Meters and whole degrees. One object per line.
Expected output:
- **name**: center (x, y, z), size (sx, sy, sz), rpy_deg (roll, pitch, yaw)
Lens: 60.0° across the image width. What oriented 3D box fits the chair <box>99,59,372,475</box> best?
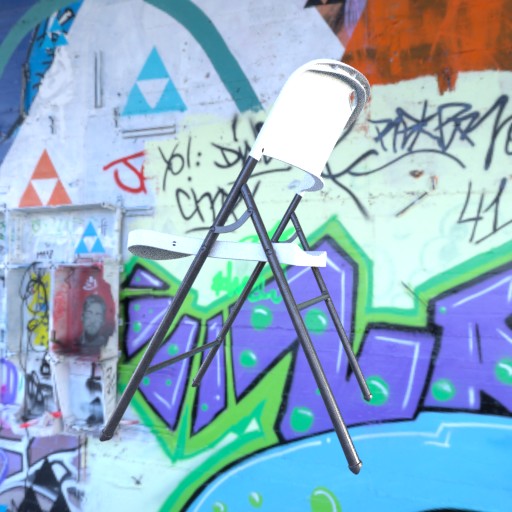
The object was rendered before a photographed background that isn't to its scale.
- **chair**: center (0.000, 0.000, 1.121), size (0.566, 0.810, 0.494), rpy_deg (-1, -2, 17)
